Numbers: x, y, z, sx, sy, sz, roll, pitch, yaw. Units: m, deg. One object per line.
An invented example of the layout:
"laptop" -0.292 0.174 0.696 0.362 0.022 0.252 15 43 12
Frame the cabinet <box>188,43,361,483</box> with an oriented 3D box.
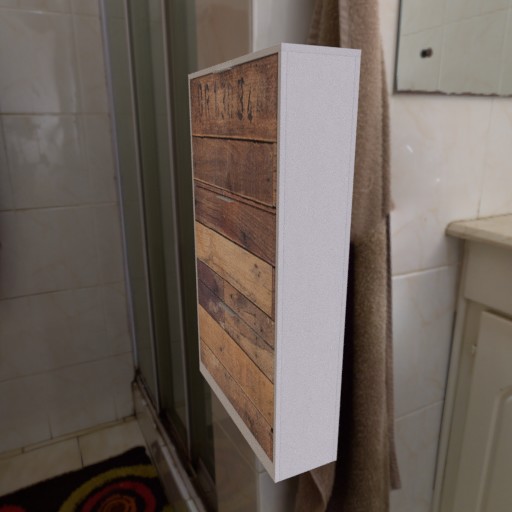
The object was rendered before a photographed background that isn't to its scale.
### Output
"cabinet" 0.000 0.000 1.602 0.250 1.280 0.750 -8 18 -24
